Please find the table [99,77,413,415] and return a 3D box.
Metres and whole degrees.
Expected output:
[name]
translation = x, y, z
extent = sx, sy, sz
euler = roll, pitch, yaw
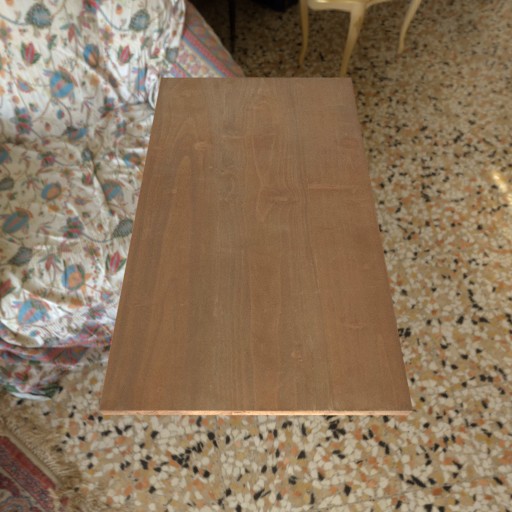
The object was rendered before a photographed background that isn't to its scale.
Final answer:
[table]
translation = 0.000, 0.000, 2.096
extent = 0.946, 0.780, 1.609
euler = 0, 57, 0
